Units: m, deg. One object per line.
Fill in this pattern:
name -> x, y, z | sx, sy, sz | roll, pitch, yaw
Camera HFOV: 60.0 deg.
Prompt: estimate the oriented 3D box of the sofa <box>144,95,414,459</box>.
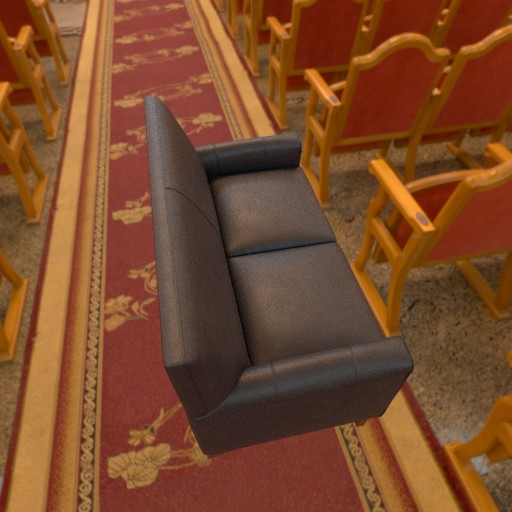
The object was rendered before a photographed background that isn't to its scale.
sofa -> 0.000, 0.000, 1.975 | 0.787, 0.871, 1.473 | -9, 47, -8
